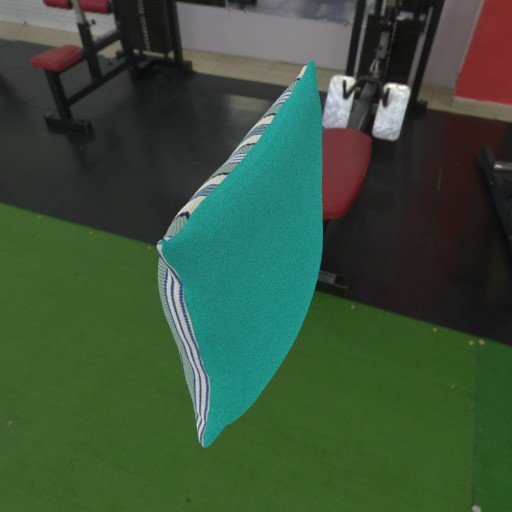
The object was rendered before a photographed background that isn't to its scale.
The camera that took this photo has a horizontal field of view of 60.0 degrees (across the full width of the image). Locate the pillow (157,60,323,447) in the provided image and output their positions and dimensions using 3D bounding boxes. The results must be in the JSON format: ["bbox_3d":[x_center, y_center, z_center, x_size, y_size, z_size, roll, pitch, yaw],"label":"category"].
[{"bbox_3d":[0.000,0.000,0.674,0.182,0.441,0.440,17,47,16],"label":"pillow"}]
